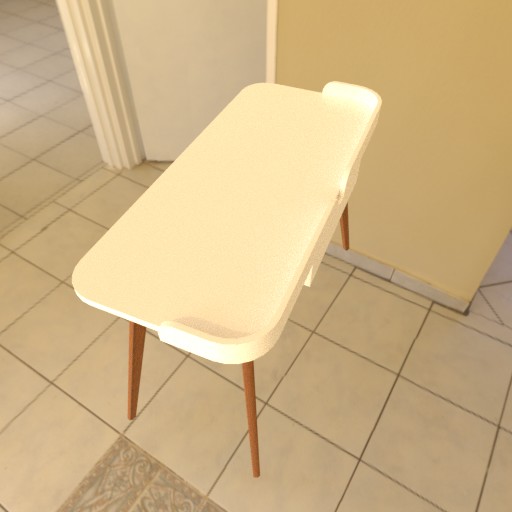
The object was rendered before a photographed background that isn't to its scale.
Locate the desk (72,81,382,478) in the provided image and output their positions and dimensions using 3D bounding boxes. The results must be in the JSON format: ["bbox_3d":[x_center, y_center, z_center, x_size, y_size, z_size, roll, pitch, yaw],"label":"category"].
[{"bbox_3d":[0.000,0.000,1.604,0.534,0.807,1.206,17,49,16],"label":"desk"}]
